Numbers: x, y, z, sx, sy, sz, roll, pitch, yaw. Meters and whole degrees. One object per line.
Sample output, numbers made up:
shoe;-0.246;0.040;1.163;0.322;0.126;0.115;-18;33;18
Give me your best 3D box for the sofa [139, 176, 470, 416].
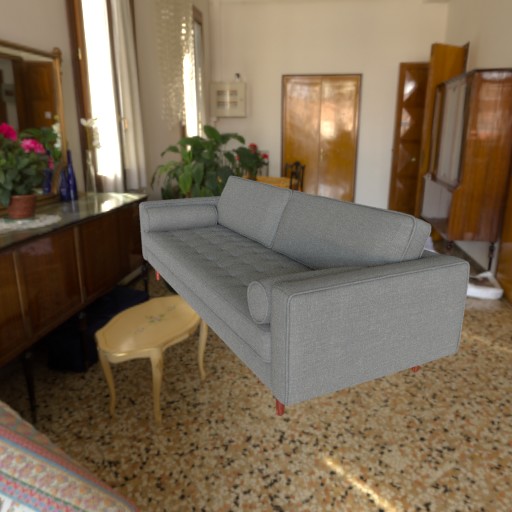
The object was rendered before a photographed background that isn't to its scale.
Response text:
sofa;0.000;0.000;2.632;0.914;0.762;2.198;-8;18;-26
